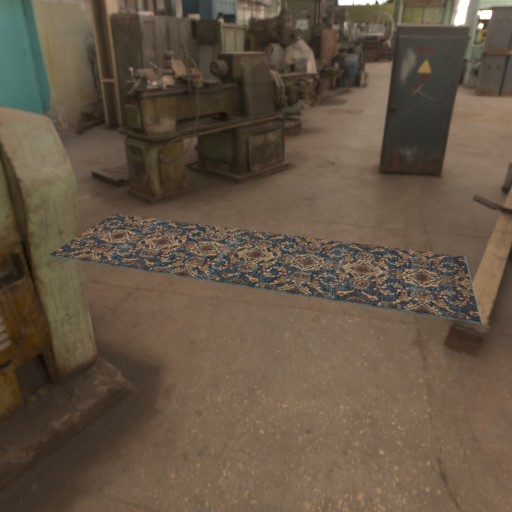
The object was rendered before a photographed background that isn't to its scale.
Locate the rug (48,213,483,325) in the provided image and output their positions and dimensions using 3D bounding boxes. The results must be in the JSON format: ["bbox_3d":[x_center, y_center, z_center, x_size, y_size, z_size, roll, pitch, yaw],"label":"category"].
[{"bbox_3d":[0.000,0.000,2.537,2.292,0.014,0.685,8,28,15],"label":"rug"}]
